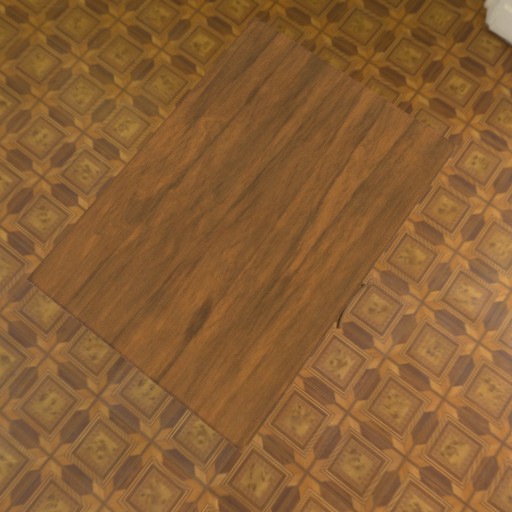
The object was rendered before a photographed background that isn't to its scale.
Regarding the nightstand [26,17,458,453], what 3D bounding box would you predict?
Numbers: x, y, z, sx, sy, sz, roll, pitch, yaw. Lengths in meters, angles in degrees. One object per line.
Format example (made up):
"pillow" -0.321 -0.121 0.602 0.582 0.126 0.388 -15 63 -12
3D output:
"nightstand" 0.000 0.000 1.025 0.458 0.610 0.610 36 80 8
